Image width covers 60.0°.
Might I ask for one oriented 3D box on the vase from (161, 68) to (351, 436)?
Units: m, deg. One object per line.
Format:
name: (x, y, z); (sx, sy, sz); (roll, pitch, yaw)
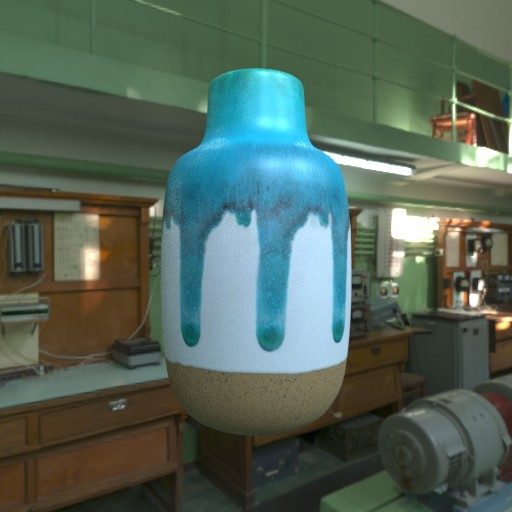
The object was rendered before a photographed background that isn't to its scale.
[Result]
vase: (0.000, 0.000, 0.251); (0.106, 0.192, 0.106); (0, 1, 0)
